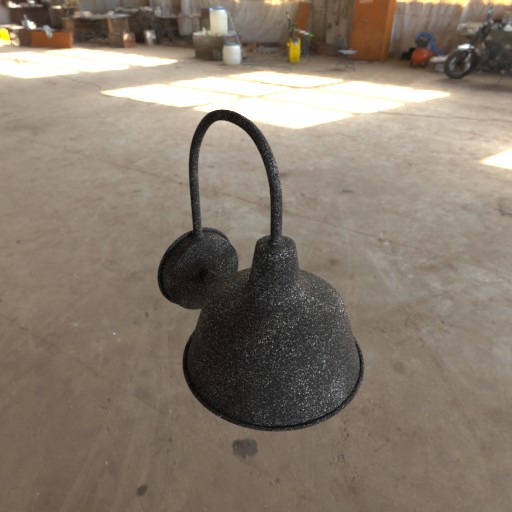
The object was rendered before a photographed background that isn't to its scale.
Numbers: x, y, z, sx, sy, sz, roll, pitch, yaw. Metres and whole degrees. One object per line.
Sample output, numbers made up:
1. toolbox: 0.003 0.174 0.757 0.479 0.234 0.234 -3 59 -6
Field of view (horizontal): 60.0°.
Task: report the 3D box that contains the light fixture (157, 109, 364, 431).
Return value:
1. light fixture: 0.000 0.000 0.493 0.216 0.300 0.283 -22 38 -31
